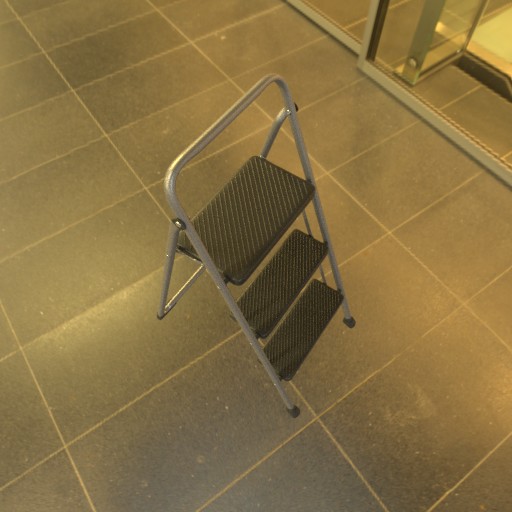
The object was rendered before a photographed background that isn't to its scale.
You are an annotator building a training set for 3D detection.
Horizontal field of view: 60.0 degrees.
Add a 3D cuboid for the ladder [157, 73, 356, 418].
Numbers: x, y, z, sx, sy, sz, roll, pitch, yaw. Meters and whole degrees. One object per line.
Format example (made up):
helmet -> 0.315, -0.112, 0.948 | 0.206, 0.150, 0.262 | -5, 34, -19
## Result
ladder -> 0.000, 0.000, 1.265 | 0.629, 0.945, 0.430 | 31, 64, 17
